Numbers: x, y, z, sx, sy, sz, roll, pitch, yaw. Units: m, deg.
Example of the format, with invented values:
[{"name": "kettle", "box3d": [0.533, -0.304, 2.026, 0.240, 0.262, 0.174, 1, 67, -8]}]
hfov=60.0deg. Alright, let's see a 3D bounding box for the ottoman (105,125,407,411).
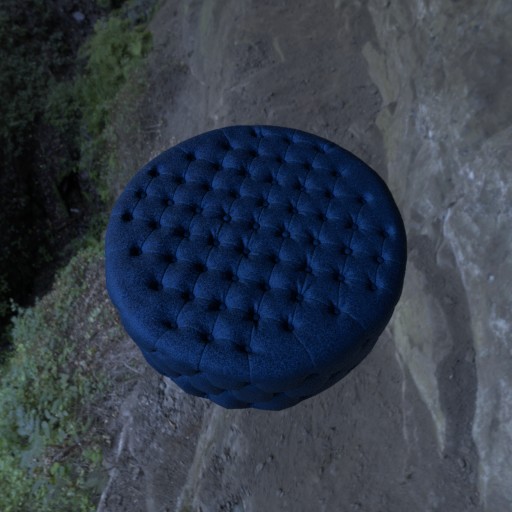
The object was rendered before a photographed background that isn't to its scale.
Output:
[{"name": "ottoman", "box3d": [0.000, 0.000, 1.555, 0.998, 0.398, 0.998, 0, 58, 0]}]
